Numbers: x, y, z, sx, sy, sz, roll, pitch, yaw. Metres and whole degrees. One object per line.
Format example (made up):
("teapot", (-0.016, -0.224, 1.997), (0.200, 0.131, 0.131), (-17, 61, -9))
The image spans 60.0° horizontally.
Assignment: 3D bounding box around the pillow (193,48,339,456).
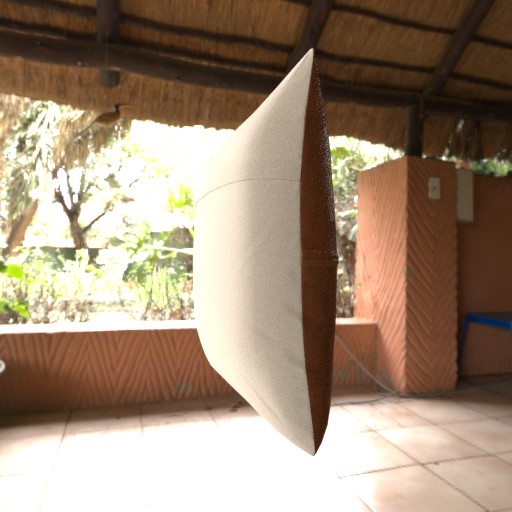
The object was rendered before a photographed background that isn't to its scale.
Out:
("pillow", (0.000, 0.000, 0.750), (0.192, 0.477, 0.501), (0, -1, -17))
